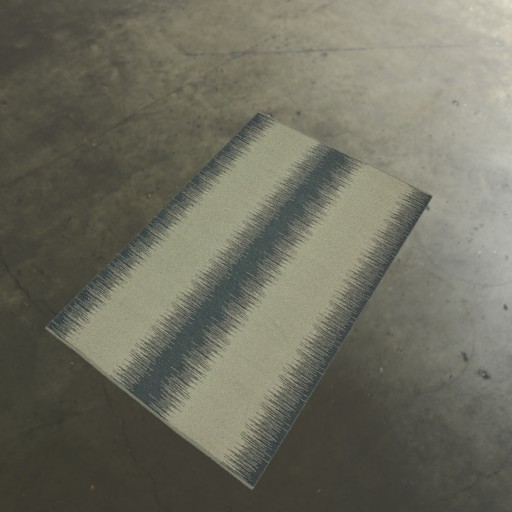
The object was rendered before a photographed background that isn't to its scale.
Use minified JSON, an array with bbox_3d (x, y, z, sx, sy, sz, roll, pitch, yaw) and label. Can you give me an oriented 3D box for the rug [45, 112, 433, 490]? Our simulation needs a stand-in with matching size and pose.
[{"bbox_3d":[0.000,0.000,2.369,1.234,0.006,1.854,31,64,17],"label":"rug"}]
